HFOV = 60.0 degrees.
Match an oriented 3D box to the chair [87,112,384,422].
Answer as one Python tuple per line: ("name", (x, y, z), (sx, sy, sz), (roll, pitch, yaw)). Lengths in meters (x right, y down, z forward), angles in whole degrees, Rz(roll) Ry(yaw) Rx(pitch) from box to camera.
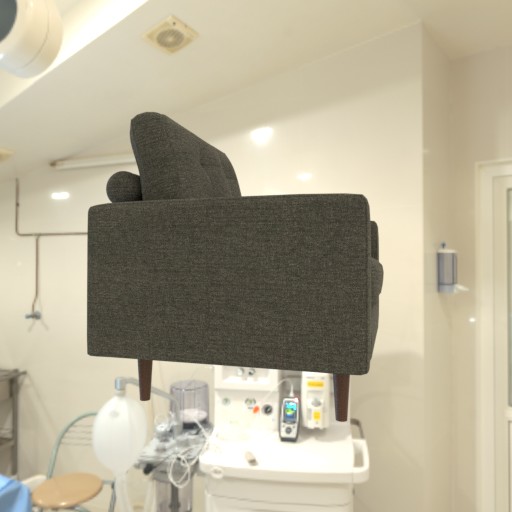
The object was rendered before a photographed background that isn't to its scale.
("chair", (0.000, 0.000, 1.535), (0.843, 0.880, 0.821), (0, -1, 17))
